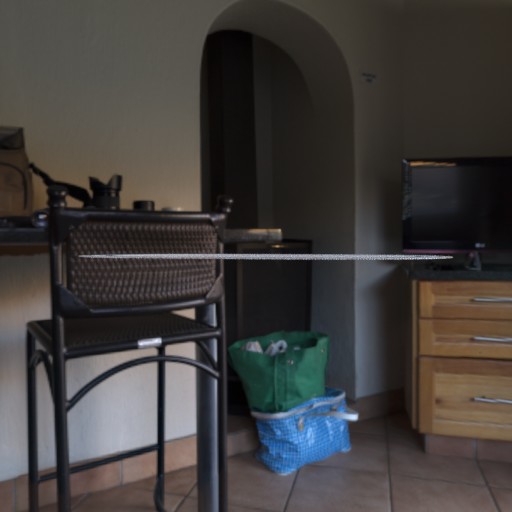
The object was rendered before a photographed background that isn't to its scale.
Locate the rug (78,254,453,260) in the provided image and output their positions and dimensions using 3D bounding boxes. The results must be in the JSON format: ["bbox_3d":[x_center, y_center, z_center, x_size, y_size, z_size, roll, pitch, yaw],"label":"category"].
[{"bbox_3d":[0.000,0.000,2.995,2.432,0.006,1.520,0,1,17],"label":"rug"}]
